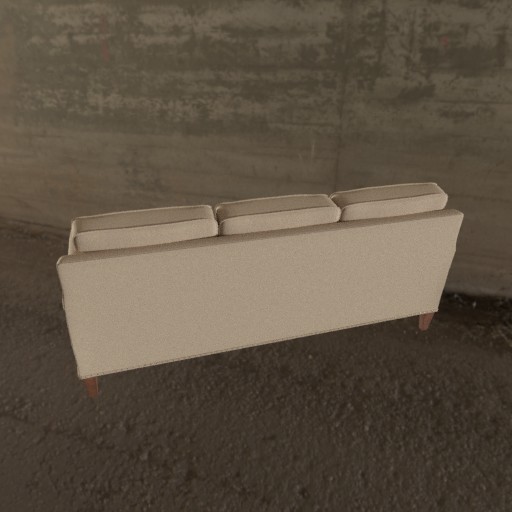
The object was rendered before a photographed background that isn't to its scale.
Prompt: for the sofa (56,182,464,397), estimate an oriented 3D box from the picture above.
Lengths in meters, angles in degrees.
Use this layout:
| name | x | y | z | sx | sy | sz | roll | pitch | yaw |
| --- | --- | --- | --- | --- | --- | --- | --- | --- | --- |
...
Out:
| name | x | y | z | sx | sy | sz | roll | pitch | yaw |
| --- | --- | --- | --- | --- | --- | --- | --- | --- | --- |
| sofa | 0.000 | 0.000 | 2.834 | 2.246 | 1.003 | 1.084 | -8 | 27 | -15 |
